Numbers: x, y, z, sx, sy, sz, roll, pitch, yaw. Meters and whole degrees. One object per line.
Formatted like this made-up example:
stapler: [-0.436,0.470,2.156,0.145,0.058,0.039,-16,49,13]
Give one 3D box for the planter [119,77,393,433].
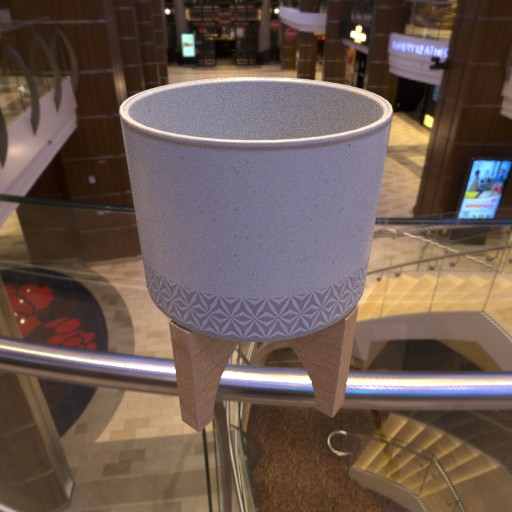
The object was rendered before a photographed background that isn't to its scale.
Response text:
planter: [0.000,0.000,0.263,0.130,0.178,0.130,0,32,0]
